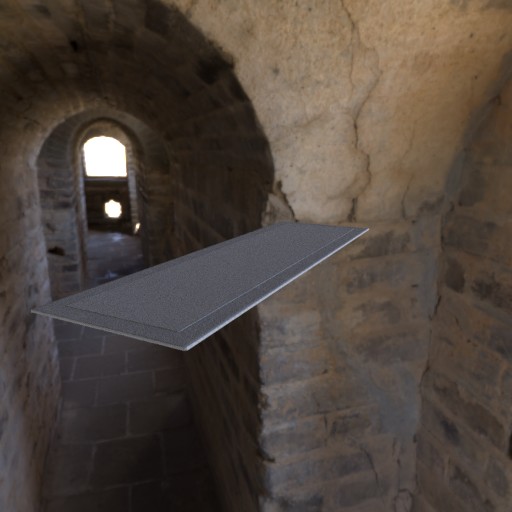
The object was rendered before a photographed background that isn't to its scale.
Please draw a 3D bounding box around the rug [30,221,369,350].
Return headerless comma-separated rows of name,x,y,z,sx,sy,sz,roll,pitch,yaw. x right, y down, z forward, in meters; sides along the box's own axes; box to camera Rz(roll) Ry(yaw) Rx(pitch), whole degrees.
rug,0.000,0.000,2.631,0.759,0.012,2.430,7,15,27
